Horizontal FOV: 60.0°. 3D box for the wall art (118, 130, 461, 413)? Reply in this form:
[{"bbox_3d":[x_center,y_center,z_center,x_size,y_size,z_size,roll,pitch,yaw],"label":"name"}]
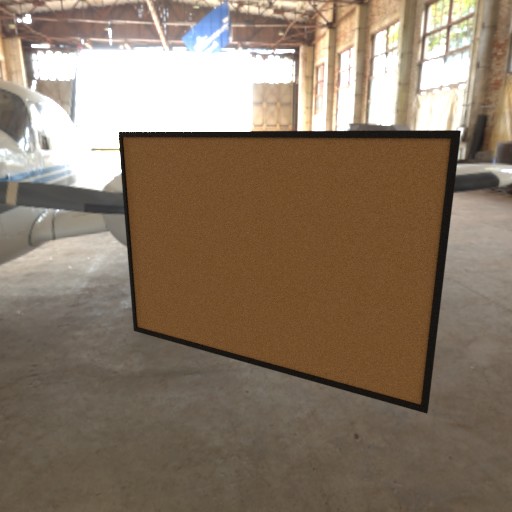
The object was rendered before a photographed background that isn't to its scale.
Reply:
[{"bbox_3d":[0.000,0.000,1.225,0.963,0.665,0.013,8,18,28],"label":"wall art"}]
